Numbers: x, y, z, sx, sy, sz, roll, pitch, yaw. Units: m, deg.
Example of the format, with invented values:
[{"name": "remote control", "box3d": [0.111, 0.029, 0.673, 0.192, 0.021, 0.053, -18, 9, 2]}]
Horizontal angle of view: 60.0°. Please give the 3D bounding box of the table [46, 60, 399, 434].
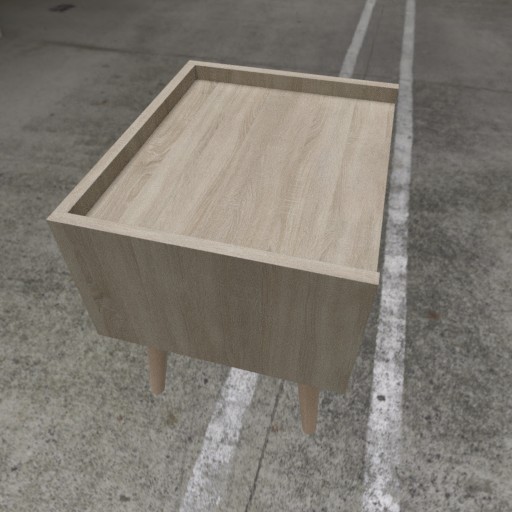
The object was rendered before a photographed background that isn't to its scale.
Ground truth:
[{"name": "table", "box3d": [0.000, 0.000, 0.787, 0.370, 0.470, 0.450, 11, 47, 10]}]
